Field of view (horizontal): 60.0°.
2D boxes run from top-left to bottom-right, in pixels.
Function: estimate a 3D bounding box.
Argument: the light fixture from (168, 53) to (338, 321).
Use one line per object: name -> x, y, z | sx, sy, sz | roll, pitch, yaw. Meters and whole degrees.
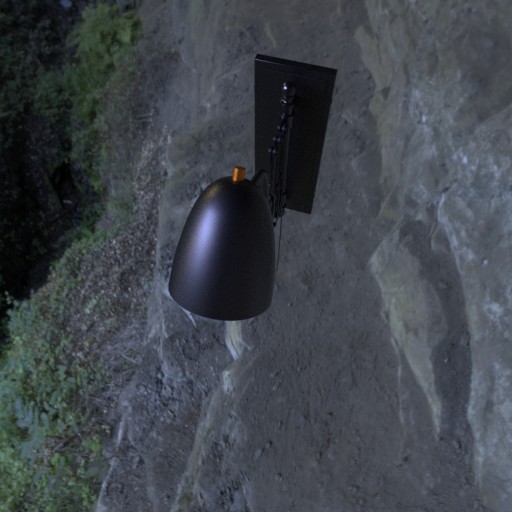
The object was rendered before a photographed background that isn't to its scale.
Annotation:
light fixture -> 0.000, 0.000, 0.942 | 0.162, 0.715, 0.499 | 15, 61, 9
